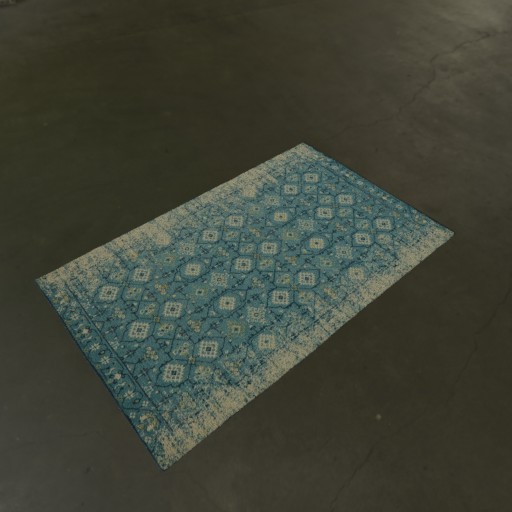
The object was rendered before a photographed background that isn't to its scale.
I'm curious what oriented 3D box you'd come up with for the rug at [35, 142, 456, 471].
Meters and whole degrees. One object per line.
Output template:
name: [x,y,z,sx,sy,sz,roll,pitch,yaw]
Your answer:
rug: [0.000,0.000,2.985,2.449,0.015,1.530,-32,55,-26]
